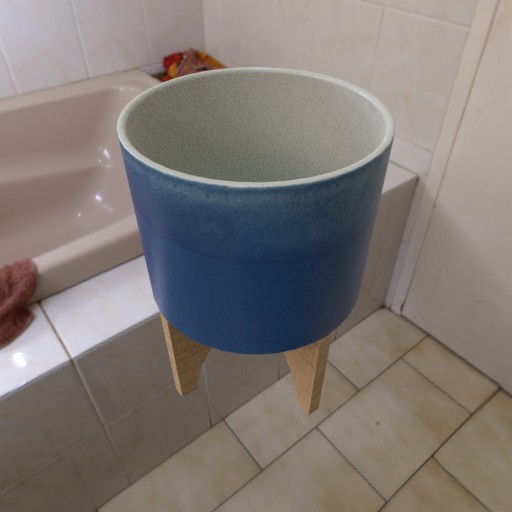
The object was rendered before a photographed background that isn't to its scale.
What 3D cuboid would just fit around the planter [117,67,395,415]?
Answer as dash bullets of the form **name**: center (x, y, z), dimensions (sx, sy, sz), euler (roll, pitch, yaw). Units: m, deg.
- **planter**: center (0.000, 0.000, 0.547), dimensions (0.261, 0.367, 0.261), euler (0, 41, 0)
